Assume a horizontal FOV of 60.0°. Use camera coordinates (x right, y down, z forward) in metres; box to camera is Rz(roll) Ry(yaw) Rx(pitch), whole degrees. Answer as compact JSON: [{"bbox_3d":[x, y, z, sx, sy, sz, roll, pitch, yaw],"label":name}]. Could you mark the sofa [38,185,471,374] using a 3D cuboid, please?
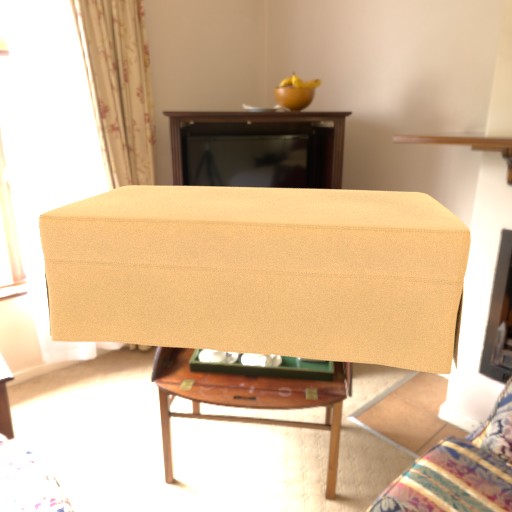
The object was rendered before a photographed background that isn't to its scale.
[{"bbox_3d":[0.000,0.000,2.082,1.677,0.552,0.939,3,17,9],"label":"sofa"}]
